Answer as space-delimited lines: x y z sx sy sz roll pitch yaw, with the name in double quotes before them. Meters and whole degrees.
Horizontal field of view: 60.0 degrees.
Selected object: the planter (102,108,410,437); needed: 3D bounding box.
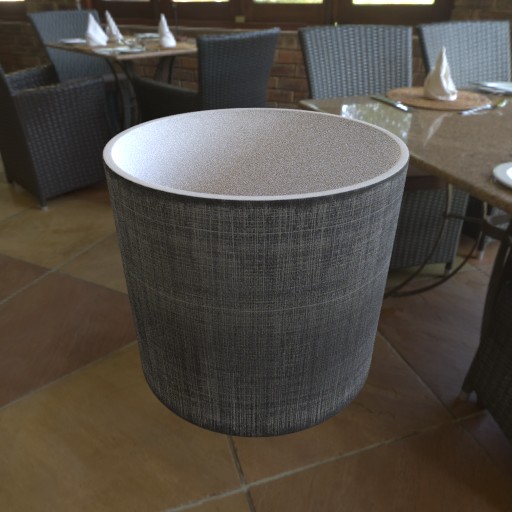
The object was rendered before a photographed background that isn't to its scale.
"planter" 0.000 0.000 0.383 0.221 0.201 0.221 0 31 0
